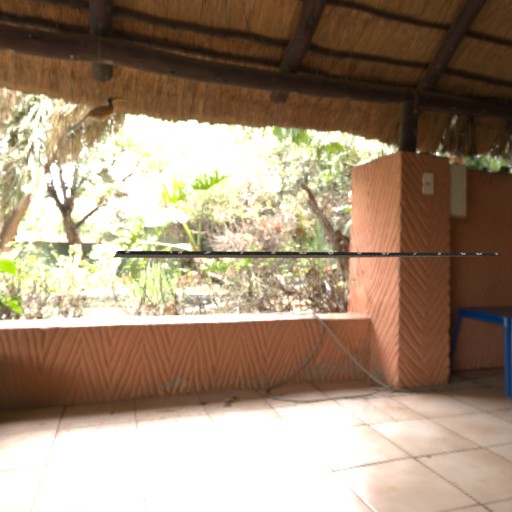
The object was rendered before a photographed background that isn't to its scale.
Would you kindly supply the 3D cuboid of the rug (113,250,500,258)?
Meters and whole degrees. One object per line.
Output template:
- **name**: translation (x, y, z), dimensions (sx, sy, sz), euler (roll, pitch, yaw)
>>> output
- **rug**: translation (0.000, 0.000, 4.000), dimensions (2.439, 0.022, 3.047), euler (0, -1, -18)
